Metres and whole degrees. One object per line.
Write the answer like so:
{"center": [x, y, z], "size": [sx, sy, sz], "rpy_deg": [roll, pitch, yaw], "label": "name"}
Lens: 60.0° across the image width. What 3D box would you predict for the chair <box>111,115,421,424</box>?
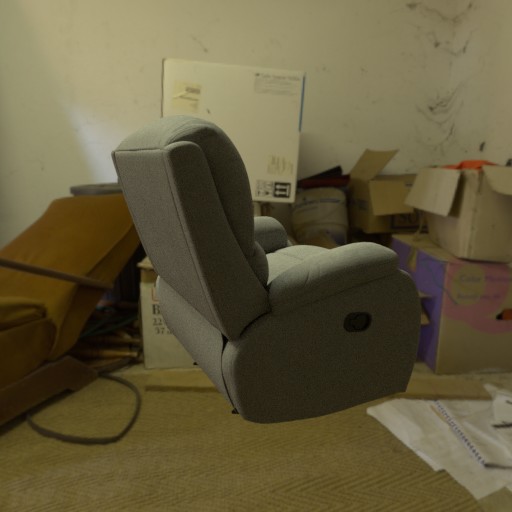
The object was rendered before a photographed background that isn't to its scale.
{"center": [0.000, 0.000, 1.716], "size": [0.899, 1.011, 0.930], "rpy_deg": [-6, 14, -26], "label": "chair"}
